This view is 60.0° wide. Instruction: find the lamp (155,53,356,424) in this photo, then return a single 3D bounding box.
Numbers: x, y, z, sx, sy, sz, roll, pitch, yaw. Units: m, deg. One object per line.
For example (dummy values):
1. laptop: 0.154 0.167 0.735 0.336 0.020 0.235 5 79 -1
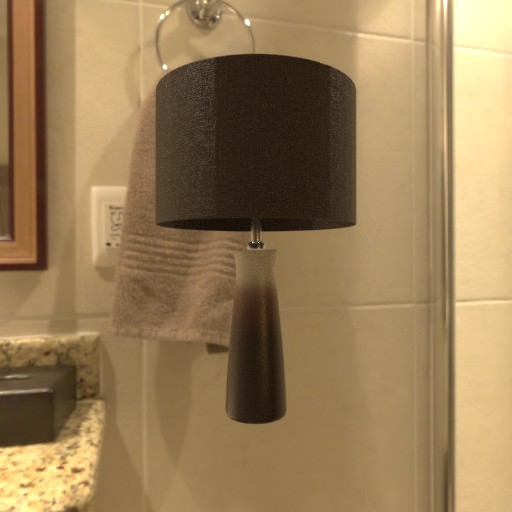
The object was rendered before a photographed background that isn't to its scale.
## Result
1. lamp: 0.000 0.000 0.685 0.303 0.488 0.303 0 0 0
